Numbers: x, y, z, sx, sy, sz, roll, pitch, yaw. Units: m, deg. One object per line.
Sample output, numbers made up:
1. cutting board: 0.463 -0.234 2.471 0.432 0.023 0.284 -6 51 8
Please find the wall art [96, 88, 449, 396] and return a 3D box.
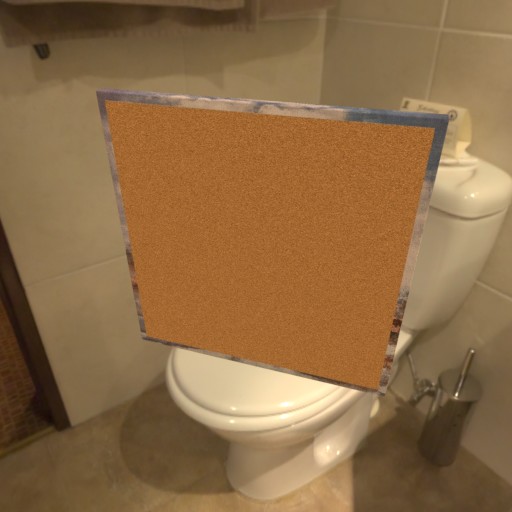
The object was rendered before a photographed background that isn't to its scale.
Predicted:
1. wall art: 0.000 0.000 1.325 0.888 0.897 0.035 10 34 15
